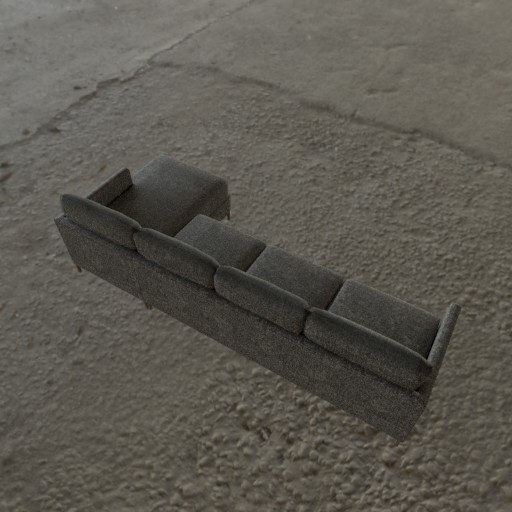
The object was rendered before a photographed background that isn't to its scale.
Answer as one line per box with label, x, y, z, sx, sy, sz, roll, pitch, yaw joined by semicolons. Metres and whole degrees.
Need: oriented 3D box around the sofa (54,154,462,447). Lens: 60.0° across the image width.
sofa;0.000;0.000;3.965;3.384;0.970;1.488;24;52;20
